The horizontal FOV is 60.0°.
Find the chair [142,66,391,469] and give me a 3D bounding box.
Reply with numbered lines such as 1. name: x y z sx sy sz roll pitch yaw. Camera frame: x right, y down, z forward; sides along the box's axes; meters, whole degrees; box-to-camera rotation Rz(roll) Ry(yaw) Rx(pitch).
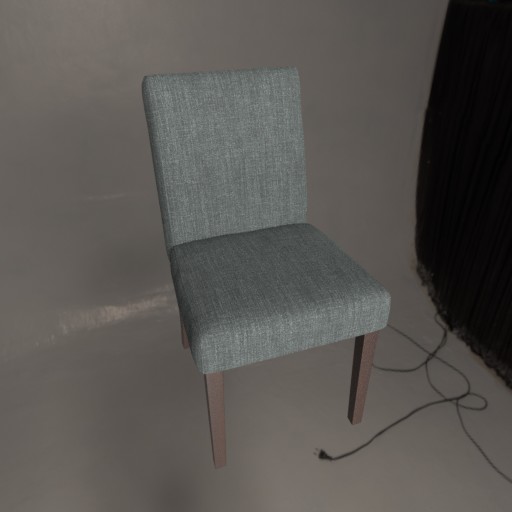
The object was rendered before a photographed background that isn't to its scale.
1. chair: 0.000 0.000 1.233 0.487 0.884 0.629 -11 34 -16
